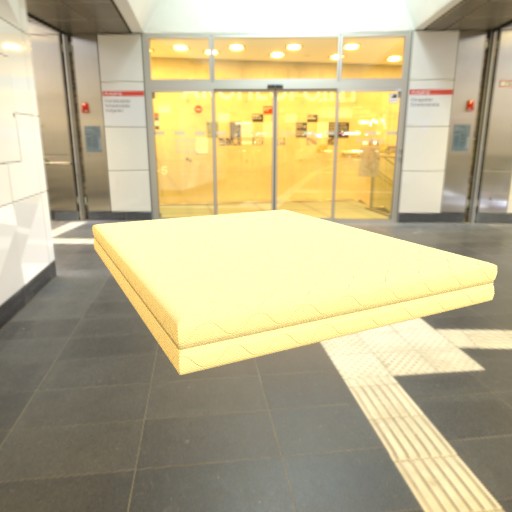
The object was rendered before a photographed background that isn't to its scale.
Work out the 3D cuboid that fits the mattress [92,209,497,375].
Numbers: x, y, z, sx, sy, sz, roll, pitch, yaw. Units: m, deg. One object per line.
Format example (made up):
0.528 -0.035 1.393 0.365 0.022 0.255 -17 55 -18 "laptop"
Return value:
0.000 0.000 2.660 1.600 0.200 2.000 -7 16 -26 "mattress"
